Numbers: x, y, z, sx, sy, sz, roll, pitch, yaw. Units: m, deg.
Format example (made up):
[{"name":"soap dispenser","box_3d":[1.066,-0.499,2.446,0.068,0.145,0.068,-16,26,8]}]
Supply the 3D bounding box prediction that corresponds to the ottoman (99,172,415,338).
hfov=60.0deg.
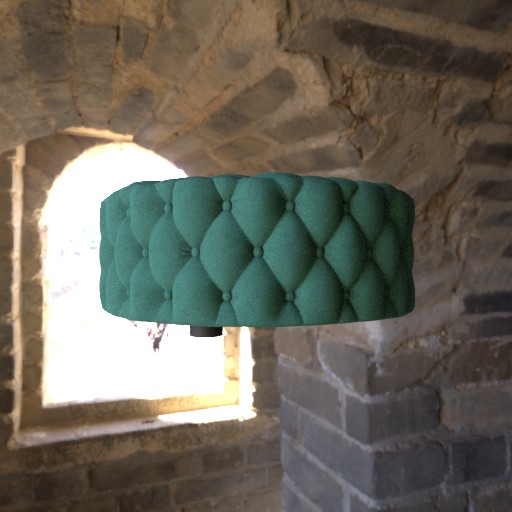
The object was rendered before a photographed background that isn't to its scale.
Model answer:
[{"name":"ottoman","box_3d":[0.000,0.000,1.476,0.998,0.399,0.998,0,-1,0]}]
